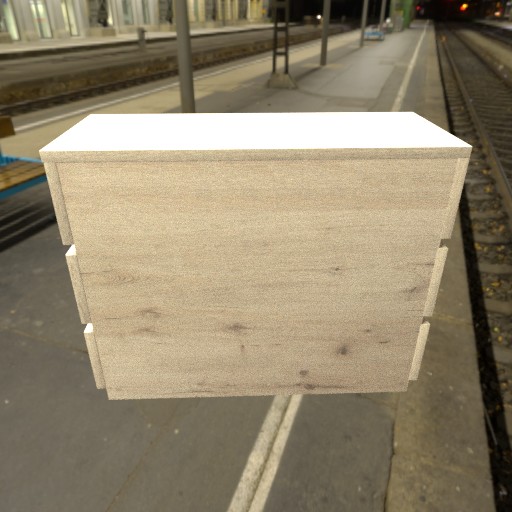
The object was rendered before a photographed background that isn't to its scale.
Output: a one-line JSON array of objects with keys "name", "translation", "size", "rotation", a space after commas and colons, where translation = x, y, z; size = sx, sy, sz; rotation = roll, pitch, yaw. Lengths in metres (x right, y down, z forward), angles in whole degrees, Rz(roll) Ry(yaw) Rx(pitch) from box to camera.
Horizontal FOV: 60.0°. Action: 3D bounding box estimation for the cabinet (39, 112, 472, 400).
[{"name": "cabinet", "translation": [0.000, 0.000, 1.444], "size": [1.040, 0.820, 0.420], "rotation": [-1, 29, -2]}]
